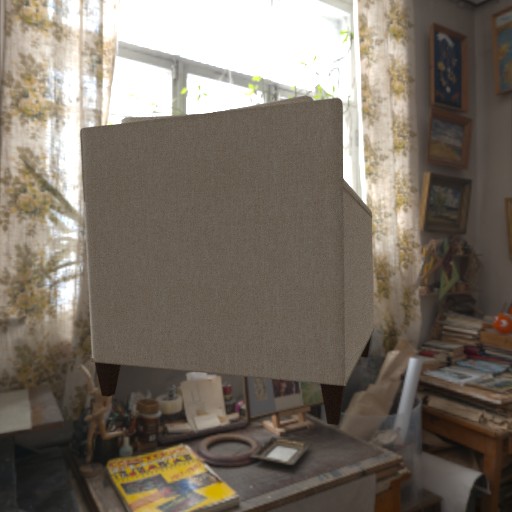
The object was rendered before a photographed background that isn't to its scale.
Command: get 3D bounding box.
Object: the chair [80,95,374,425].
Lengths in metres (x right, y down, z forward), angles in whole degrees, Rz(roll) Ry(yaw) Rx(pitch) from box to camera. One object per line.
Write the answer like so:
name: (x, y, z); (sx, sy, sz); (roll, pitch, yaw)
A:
chair: (0.000, 0.000, 1.763); (0.838, 0.940, 1.041); (0, 0, 19)
